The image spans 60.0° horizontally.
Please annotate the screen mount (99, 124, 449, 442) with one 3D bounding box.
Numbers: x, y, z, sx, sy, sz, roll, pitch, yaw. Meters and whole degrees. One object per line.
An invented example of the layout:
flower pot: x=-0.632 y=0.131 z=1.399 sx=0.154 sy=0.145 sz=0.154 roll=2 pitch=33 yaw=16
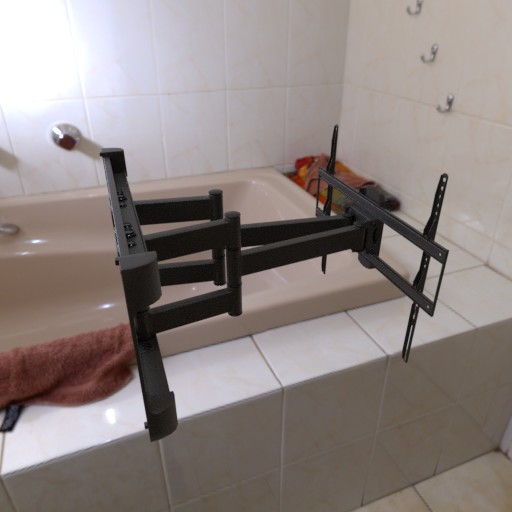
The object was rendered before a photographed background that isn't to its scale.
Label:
screen mount: x=0.000 y=0.000 z=0.937 sx=0.556 sy=0.424 sz=0.571 roll=-10 pitch=31 yaw=-17
